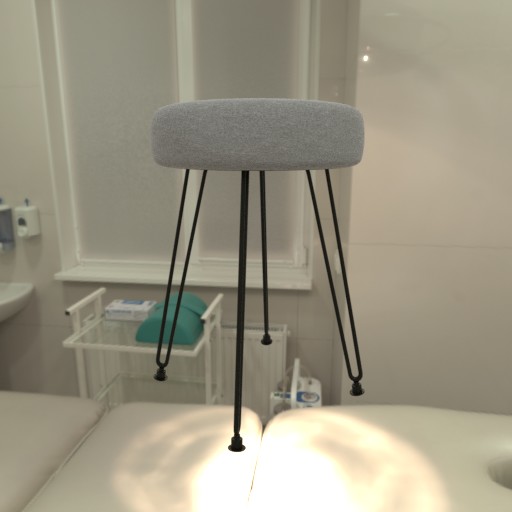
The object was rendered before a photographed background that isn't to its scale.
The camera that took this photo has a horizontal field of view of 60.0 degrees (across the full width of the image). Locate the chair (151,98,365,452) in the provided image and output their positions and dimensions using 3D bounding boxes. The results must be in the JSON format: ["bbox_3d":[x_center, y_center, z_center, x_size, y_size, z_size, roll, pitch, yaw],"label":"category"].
[{"bbox_3d":[0.000,0.000,0.681,0.350,0.440,0.350,2,14,8],"label":"chair"}]
